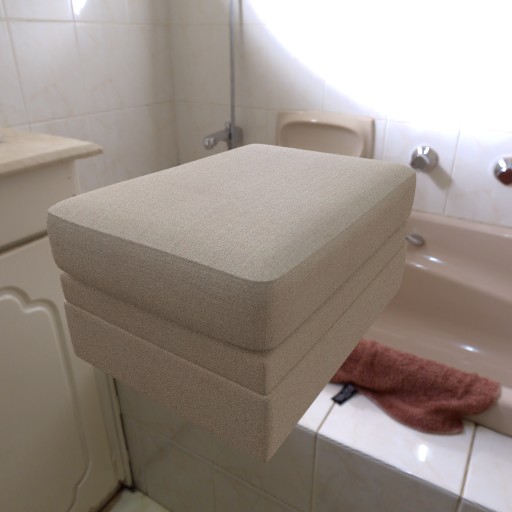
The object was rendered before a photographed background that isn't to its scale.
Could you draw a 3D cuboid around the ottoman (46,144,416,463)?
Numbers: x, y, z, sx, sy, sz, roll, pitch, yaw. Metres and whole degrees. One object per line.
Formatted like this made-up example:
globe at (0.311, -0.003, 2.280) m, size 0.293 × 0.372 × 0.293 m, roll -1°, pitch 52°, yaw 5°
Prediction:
ottoman at (0.000, 0.000, 1.251) m, size 0.637 × 0.478 × 0.885 m, roll 16°, pitch 30°, yaw 30°
